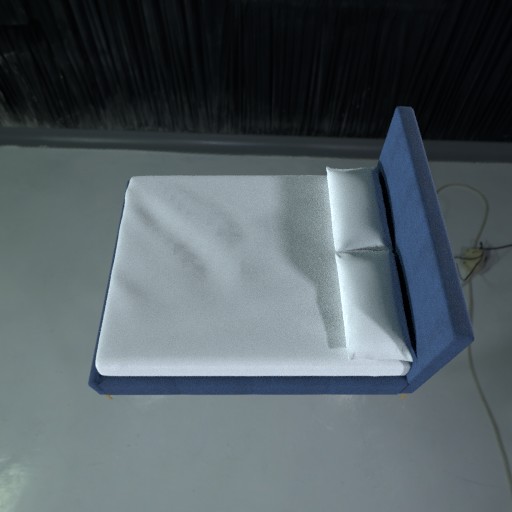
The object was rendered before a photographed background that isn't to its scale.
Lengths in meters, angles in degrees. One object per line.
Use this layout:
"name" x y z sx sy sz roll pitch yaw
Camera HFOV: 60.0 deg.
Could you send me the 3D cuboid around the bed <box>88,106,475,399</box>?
"bed" 0.000 0.000 3.129 2.172 1.231 1.723 0 59 0
